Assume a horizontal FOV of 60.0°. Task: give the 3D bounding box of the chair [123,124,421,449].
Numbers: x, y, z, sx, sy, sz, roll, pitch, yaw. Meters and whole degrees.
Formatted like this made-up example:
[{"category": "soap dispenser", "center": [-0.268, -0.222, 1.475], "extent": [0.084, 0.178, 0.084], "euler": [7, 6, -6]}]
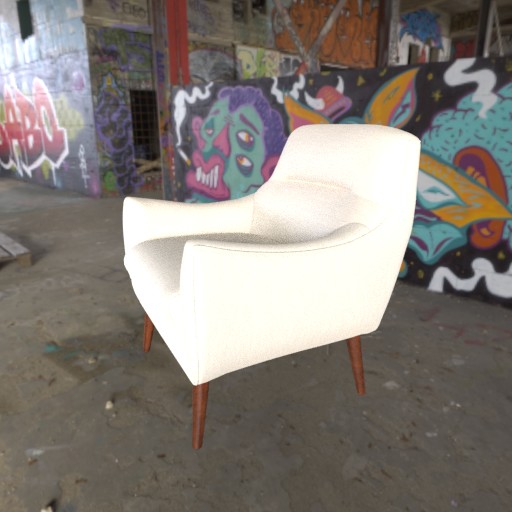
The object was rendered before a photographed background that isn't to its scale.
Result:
[{"category": "chair", "center": [0.000, 0.000, 1.470], "extent": [0.787, 0.838, 0.762], "euler": [-8, 18, -25]}]
